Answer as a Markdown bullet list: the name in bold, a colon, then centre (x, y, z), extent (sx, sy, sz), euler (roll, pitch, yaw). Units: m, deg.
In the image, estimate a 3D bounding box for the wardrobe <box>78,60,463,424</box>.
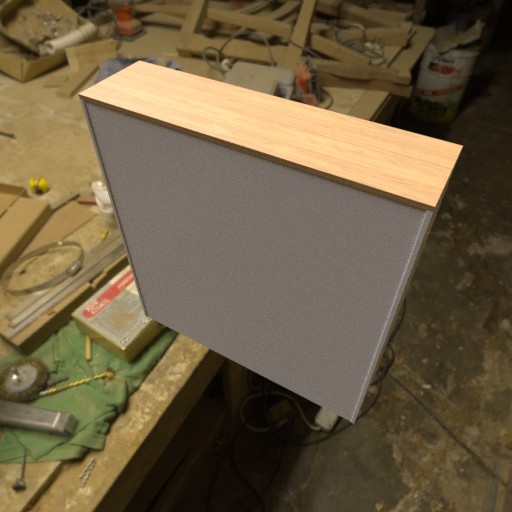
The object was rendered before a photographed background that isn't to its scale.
- **wardrobe**: centre (0.000, 0.000, 3.318), extent (2.160, 2.260, 0.590), euler (22, 50, 20)
